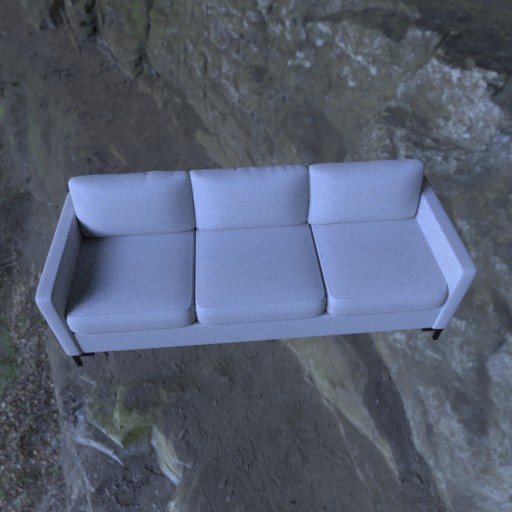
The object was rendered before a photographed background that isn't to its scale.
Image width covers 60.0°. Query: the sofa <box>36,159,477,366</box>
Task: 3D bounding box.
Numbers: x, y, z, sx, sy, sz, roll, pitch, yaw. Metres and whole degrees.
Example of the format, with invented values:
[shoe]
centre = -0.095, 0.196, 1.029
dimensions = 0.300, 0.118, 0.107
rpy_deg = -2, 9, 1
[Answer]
[sofa]
centre = 0.000, 0.000, 2.623
dimensions = 2.218, 0.874, 0.859
rpy_deg = -4, 47, -3
